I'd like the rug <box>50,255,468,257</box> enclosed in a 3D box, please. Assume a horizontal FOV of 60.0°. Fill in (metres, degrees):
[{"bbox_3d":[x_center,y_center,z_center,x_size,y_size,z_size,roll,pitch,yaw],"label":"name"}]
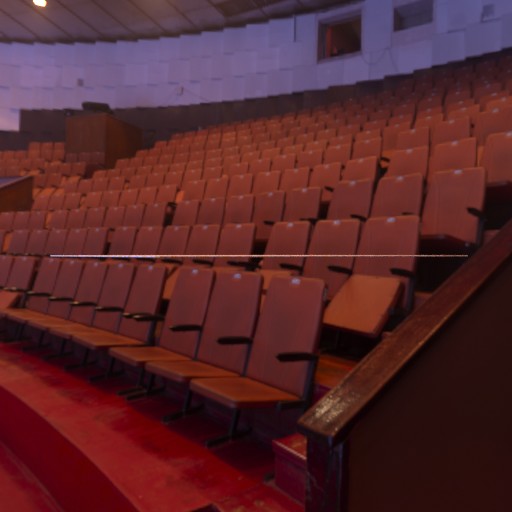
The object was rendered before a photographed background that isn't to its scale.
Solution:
[{"bbox_3d":[0.000,0.000,4.114,3.037,0.011,2.433,0,0,-37],"label":"rug"}]
